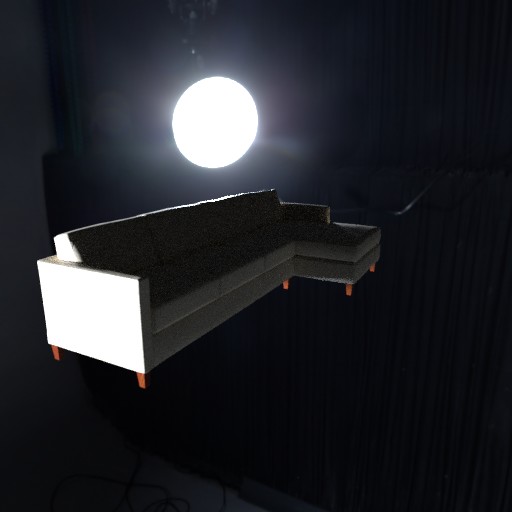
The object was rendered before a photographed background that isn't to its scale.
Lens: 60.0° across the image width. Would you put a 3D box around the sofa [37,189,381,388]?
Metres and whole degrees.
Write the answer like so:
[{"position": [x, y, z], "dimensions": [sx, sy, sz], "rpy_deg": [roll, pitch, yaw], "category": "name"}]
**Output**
[{"position": [0.000, 0.000, 4.197], "dimensions": [1.603, 0.954, 3.471], "rpy_deg": [8, 16, 27], "category": "sofa"}]
